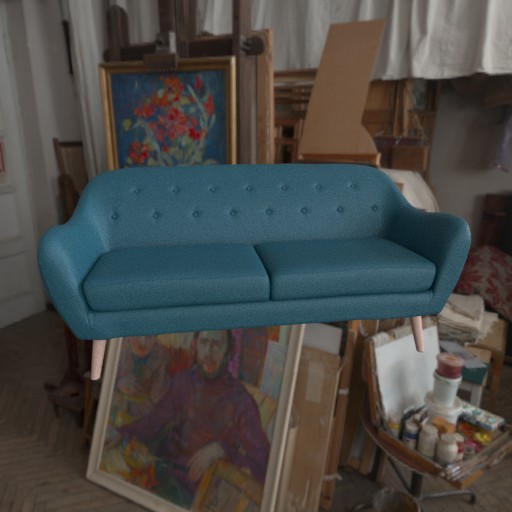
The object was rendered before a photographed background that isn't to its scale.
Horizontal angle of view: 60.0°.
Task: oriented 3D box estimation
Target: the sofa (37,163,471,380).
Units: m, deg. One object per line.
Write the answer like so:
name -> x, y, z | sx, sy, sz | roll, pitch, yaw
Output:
sofa -> 0.000, 0.000, 2.227 | 1.840, 0.836, 0.820 | -3, 17, -9
